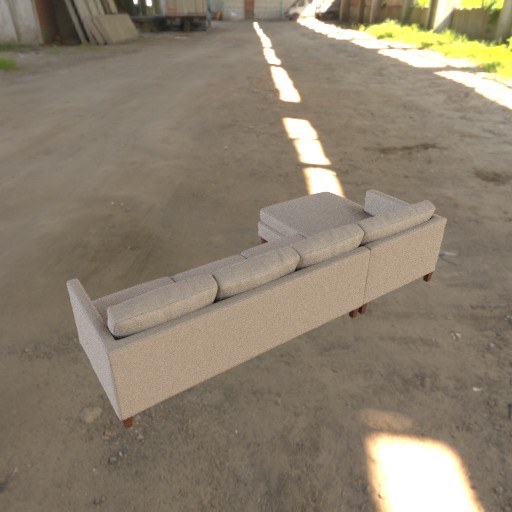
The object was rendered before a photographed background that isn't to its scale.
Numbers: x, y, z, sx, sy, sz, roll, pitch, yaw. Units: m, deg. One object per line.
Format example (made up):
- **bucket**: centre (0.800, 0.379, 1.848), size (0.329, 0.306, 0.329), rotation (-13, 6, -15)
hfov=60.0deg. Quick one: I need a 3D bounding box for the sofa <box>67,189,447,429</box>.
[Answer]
- **sofa**: centre (0.000, 0.000, 4.000), size (3.186, 0.846, 1.625), rotation (-19, 35, -29)
